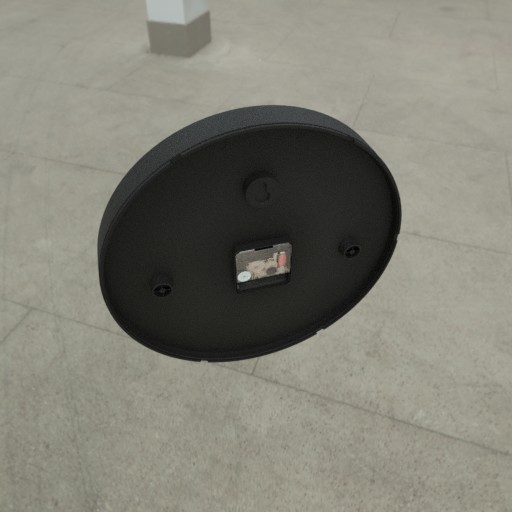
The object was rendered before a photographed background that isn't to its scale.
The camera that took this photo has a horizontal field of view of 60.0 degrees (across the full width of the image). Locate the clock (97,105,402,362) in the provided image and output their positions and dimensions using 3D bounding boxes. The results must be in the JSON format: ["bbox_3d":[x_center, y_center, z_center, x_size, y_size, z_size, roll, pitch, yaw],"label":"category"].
[{"bbox_3d":[0.000,0.000,0.436,0.293,0.293,0.040,-11,44,-12],"label":"clock"}]
